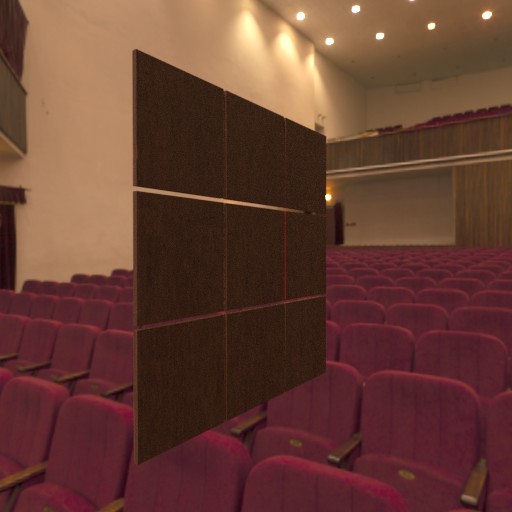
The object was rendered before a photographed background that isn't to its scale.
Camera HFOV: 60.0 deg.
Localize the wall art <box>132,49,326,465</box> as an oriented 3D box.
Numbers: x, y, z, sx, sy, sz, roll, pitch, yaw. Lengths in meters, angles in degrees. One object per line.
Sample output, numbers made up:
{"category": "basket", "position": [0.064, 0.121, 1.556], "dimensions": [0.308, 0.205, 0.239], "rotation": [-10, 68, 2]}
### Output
{"category": "wall art", "position": [0.000, 0.000, 1.348], "dimensions": [0.013, 0.914, 0.915], "rotation": [1, 1, 36]}
